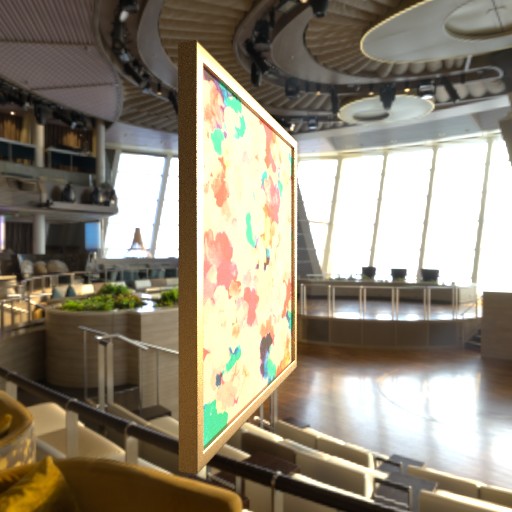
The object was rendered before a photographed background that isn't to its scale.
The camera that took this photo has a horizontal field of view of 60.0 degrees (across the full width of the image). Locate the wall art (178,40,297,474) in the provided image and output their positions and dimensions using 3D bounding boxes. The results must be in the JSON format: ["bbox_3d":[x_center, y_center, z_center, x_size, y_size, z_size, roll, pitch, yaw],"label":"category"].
[{"bbox_3d":[0.000,0.000,1.149,0.036,0.765,0.767,0,1,18],"label":"wall art"}]
